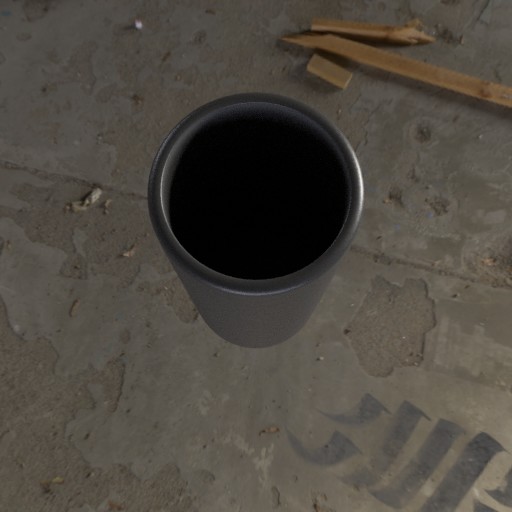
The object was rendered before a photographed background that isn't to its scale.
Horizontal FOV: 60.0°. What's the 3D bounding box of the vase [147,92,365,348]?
[{"bbox_3d":[0.000,0.000,0.353,0.136,0.289,0.136,34,79,7],"label":"vase"}]
